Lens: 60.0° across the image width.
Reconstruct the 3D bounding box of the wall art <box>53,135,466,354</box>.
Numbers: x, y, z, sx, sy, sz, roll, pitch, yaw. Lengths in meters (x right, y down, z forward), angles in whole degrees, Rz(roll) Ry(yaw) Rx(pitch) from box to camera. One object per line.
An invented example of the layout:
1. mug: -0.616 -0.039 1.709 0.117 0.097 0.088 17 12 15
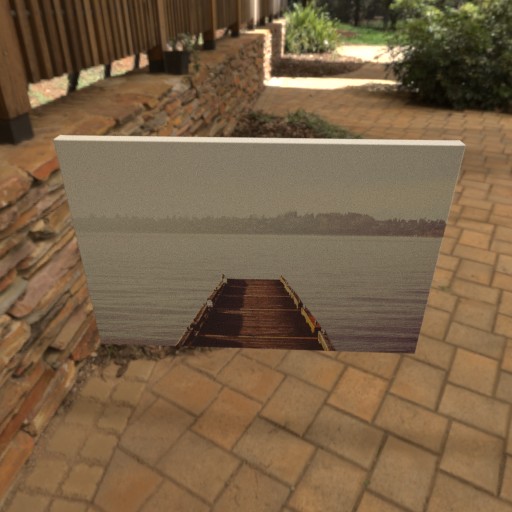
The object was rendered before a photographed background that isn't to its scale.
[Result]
1. wall art: 0.000 0.000 1.152 0.916 0.609 0.037 1 31 2
